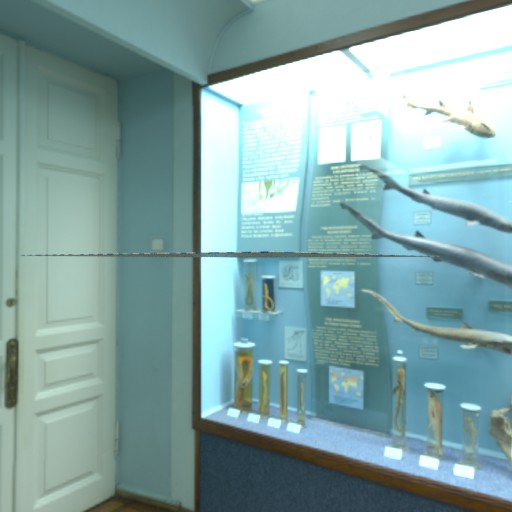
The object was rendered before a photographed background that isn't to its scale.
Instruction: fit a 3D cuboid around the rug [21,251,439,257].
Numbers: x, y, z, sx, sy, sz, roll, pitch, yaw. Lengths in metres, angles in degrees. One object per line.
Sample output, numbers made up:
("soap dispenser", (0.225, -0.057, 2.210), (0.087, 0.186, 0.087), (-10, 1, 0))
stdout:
("rug", (0.000, 0.000, 4.064), (2.453, 0.008, 3.059), (0, -1, 36))
